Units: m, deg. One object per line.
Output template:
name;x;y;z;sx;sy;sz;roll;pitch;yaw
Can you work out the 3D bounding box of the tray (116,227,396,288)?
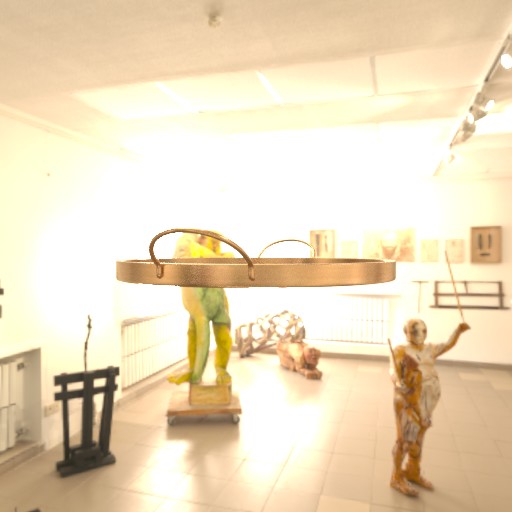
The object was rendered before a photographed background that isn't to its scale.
tray;0.000;0.000;0.726;0.438;0.069;0.543;0;1;17
